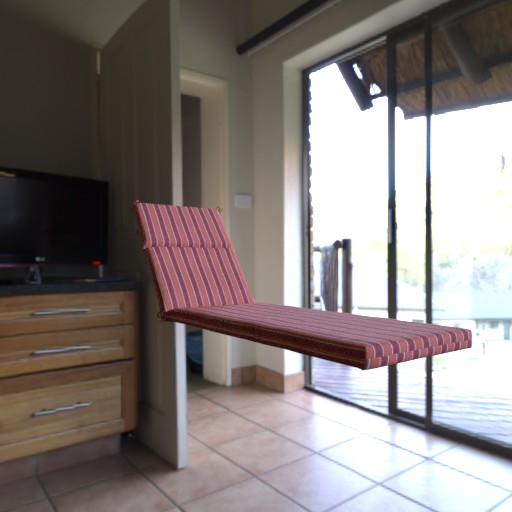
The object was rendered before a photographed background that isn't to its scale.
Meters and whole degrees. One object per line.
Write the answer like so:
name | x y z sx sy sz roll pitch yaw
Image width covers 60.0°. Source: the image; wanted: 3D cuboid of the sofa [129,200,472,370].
sofa | 0.000 0.000 1.930 0.582 0.622 1.663 1 -1 -36
